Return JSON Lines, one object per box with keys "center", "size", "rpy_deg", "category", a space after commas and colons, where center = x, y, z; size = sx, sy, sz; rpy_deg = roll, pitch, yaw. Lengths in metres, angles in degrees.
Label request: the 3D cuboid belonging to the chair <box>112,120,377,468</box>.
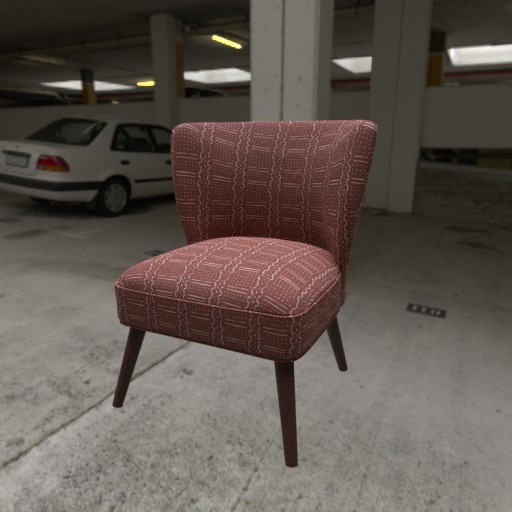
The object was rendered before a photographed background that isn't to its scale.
{"center": [0.000, 0.000, 1.448], "size": [0.706, 0.866, 0.758], "rpy_deg": [7, 16, 25], "category": "chair"}
